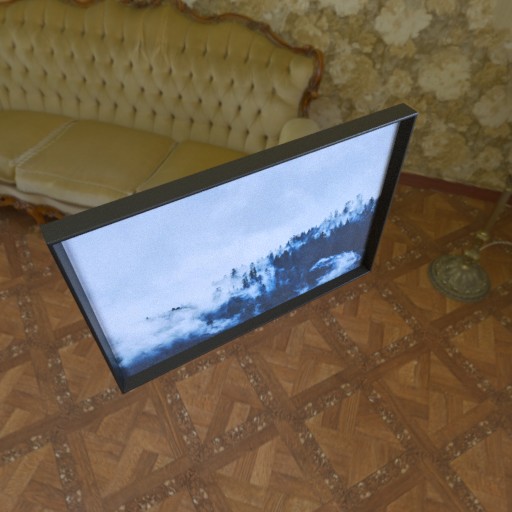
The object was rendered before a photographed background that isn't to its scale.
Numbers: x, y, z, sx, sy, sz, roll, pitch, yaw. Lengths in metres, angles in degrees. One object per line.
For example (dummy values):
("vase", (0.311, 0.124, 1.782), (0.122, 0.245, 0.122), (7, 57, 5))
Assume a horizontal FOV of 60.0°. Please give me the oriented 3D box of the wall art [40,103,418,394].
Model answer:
("wall art", (0.000, 0.000, 1.240), (0.939, 0.640, 0.058), (-23, 52, -20))
